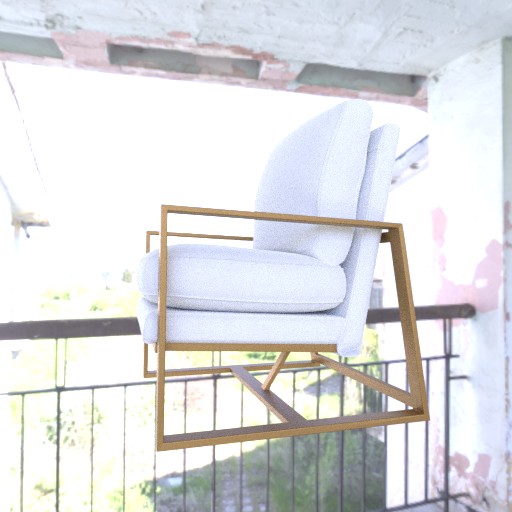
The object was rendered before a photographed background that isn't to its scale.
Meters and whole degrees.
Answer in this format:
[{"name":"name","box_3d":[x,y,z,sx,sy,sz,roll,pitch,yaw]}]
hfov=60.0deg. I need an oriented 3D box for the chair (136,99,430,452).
[{"name":"chair","box_3d":[0.000,0.000,1.560,0.813,0.966,0.805,1,-2,-17]}]
